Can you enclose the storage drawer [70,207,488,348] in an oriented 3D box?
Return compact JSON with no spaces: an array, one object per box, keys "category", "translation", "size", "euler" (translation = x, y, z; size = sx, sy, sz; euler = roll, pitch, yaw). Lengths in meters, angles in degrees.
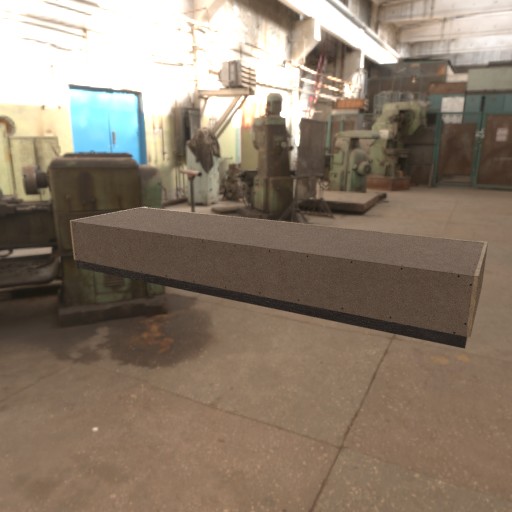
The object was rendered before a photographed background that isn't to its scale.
[{"category":"storage drawer","translation":[0.000,0.000,2.280],"size":[2.072,0.274,0.591],"euler":[8,17,28]}]
